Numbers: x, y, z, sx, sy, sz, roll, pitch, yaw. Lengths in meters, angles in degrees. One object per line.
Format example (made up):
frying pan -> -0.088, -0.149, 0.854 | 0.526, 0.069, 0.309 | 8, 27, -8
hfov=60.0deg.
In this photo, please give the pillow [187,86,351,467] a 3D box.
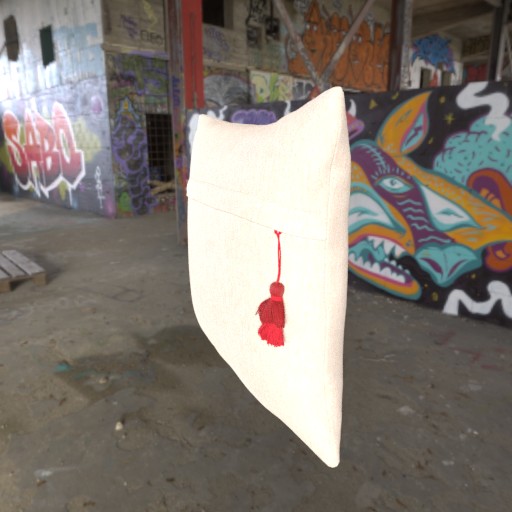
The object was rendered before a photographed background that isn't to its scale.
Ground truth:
pillow -> 0.000, 0.000, 0.673 | 0.173, 0.436, 0.433 | -6, 15, -24
